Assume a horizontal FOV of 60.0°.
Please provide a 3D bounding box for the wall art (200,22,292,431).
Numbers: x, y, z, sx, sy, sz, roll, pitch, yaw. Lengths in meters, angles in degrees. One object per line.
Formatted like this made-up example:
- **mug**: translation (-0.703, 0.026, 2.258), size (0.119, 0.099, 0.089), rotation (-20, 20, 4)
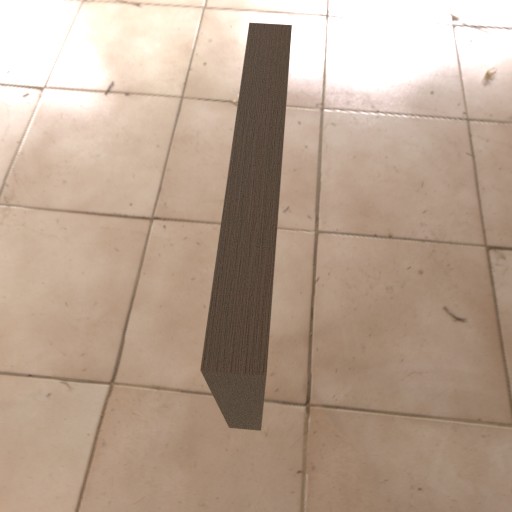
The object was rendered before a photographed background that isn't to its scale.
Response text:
- **wall art**: translation (0.000, 0.000, 0.455), size (0.038, 0.303, 0.304), rotation (4, 63, 2)
